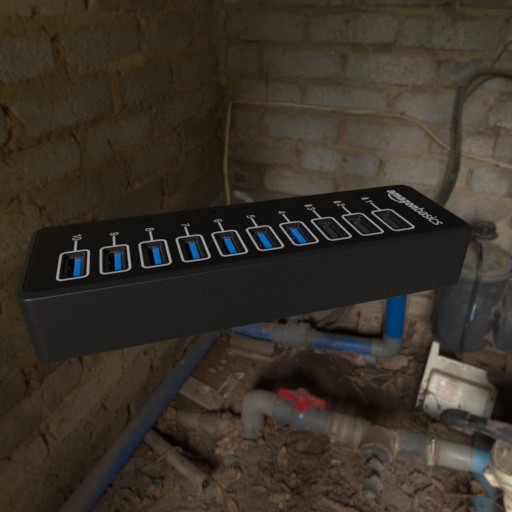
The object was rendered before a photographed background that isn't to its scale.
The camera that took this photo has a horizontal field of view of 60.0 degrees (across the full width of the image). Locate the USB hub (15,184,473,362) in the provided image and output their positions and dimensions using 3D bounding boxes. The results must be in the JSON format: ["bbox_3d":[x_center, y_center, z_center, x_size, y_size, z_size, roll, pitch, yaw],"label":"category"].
[{"bbox_3d":[0.000,0.000,0.156,0.145,0.023,0.044,-9,32,-14],"label":"USB hub"}]
